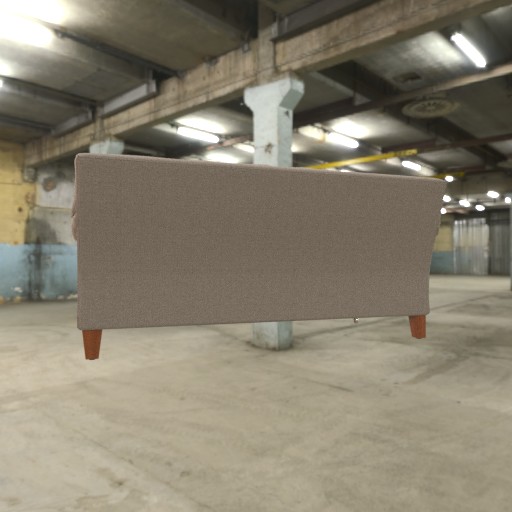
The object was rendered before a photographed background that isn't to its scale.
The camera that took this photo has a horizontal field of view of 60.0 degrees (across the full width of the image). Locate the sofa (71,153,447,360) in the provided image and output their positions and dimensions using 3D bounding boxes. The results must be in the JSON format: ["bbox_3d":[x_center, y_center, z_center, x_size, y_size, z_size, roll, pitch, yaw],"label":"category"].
[{"bbox_3d":[0.000,0.000,2.851,2.160,1.054,1.087,0,-1,-18],"label":"sofa"}]
